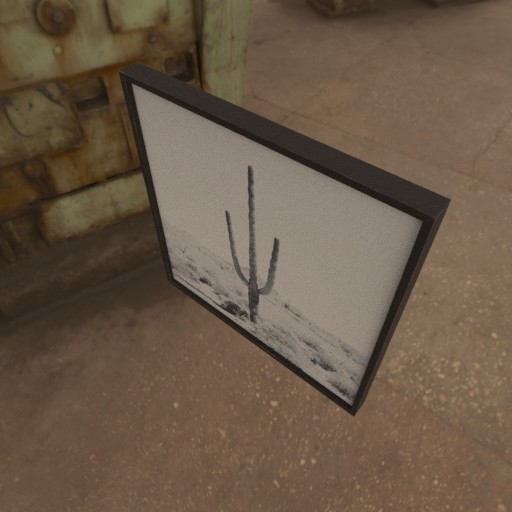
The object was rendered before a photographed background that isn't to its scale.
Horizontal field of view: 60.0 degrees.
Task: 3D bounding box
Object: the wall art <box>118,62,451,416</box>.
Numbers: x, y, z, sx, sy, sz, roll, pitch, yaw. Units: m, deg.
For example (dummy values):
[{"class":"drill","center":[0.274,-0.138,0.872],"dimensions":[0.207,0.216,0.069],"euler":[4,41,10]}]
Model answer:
[{"class":"wall art","center":[0.000,0.000,0.759],"dimensions":[0.508,0.508,0.038],"euler":[32,55,25]}]
